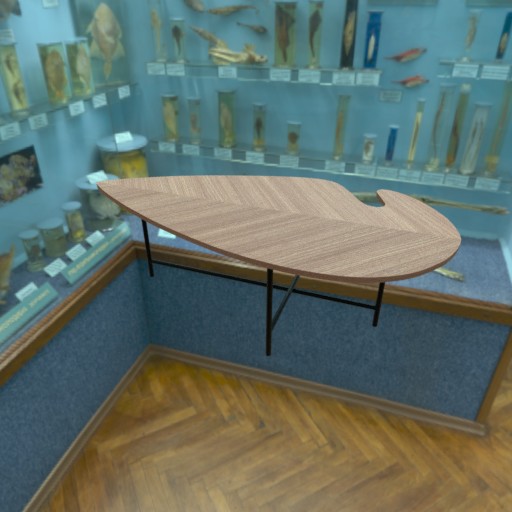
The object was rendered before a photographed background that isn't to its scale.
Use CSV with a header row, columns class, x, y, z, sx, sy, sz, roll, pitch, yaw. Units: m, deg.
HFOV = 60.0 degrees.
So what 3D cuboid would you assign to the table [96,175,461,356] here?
class,x,y,z,sx,sy,sz,roll,pitch,yaw
table,0.000,0.000,1.486,1.199,0.360,0.598,11,33,17
